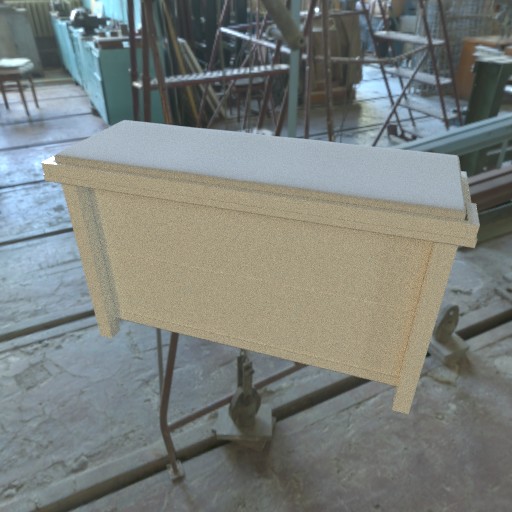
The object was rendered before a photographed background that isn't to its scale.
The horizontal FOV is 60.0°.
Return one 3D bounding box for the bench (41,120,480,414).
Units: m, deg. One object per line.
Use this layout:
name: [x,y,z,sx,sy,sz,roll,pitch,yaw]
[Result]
bench: [0.000,0.000,1.230,0.987,0.589,0.346,10,35,15]
